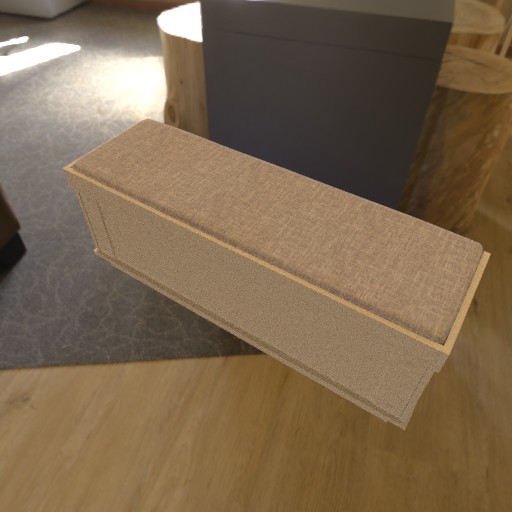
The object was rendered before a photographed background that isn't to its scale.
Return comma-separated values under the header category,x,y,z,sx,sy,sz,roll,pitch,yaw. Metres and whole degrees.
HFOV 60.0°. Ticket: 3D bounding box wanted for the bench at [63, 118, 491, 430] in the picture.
category,x,y,z,sx,sy,sz,roll,pitch,yaw
bench,0.000,0.000,1.397,1.196,0.453,0.363,26,51,22
